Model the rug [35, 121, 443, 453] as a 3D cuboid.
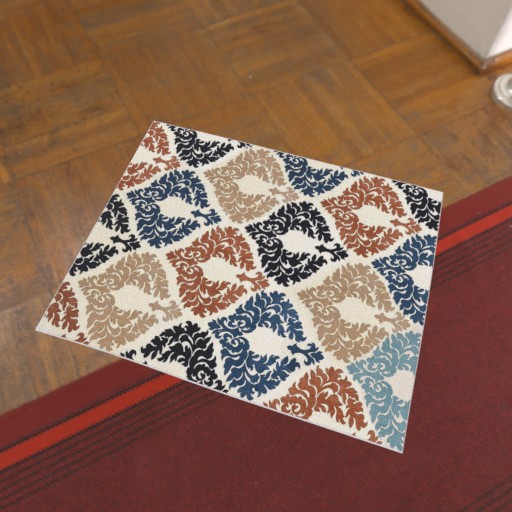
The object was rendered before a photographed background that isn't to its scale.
[{"bbox_3d":[0.000,0.000,3.953,3.040,0.014,2.423,16,64,8],"label":"rug"}]
